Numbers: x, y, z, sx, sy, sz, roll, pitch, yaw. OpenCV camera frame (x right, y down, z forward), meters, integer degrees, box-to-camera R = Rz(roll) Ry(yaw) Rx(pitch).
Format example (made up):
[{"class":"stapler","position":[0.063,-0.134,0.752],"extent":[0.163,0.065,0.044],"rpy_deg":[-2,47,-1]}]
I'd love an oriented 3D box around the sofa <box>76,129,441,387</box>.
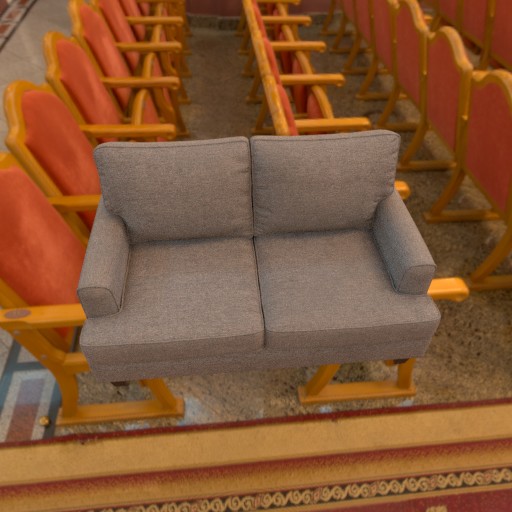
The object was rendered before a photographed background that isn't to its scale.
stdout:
[{"class":"sofa","position":[0.000,0.000,2.253],"extent":[1.651,0.965,0.965],"rpy_deg":[-4,45,-4]}]
